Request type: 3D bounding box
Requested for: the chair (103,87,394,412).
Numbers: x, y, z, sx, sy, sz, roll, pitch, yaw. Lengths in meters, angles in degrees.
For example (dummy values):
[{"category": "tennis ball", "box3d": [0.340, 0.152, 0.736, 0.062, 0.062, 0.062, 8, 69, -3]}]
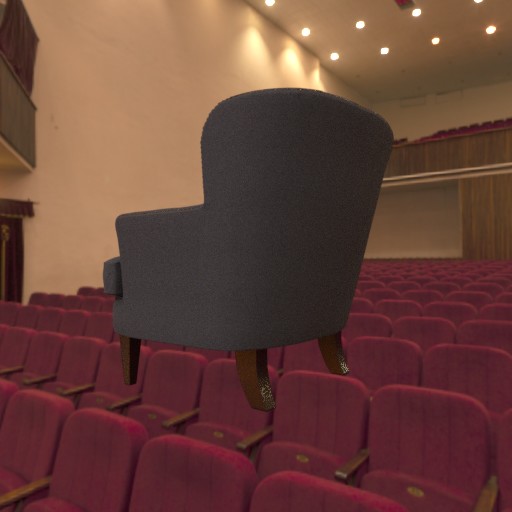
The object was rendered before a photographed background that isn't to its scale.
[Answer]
[{"category": "chair", "box3d": [0.000, 0.000, 1.573, 0.906, 0.868, 0.848, -1, -1, 36]}]
